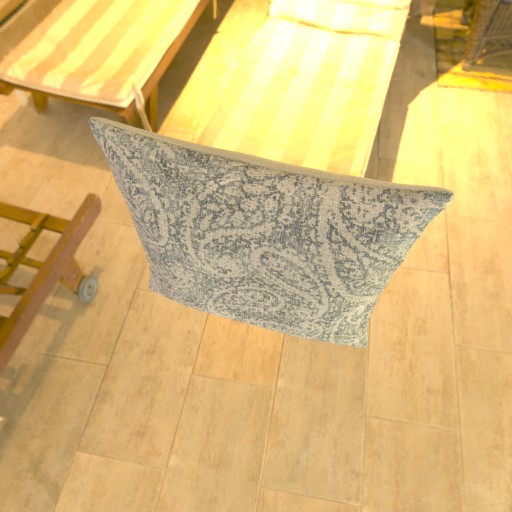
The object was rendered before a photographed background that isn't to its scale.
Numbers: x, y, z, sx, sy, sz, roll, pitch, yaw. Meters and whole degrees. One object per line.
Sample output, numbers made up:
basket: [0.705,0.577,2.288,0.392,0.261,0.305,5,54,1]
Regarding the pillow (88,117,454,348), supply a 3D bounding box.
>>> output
pillow: [0.000,0.000,0.813,0.523,0.510,0.166,14,59,9]
